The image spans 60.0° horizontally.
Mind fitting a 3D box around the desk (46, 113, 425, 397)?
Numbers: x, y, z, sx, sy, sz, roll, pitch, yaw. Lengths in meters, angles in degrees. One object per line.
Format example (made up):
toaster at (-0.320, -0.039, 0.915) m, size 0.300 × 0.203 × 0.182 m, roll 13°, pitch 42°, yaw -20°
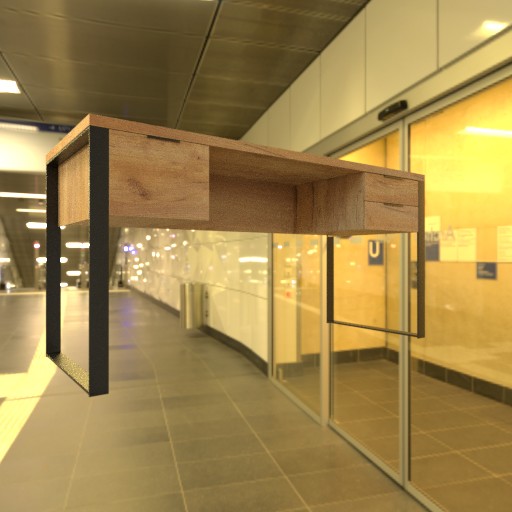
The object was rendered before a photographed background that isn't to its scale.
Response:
desk at (0.000, 0.000, 1.869) m, size 1.520 × 0.760 × 0.600 m, roll 0°, pitch 0°, yaw -36°
